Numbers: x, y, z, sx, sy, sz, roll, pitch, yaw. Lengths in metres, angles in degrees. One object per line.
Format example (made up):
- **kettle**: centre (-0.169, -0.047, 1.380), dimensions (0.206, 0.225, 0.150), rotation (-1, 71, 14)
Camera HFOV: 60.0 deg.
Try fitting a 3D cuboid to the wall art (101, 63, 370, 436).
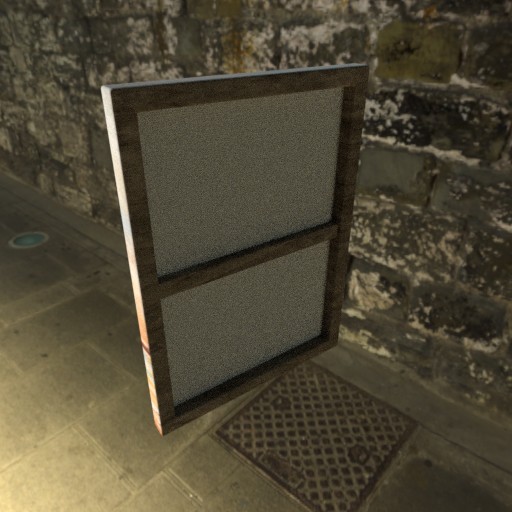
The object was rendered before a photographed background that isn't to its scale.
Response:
- **wall art**: centre (0.000, 0.000, 0.789), dimensions (0.443, 0.605, 0.035), rotation (-19, 34, -30)
